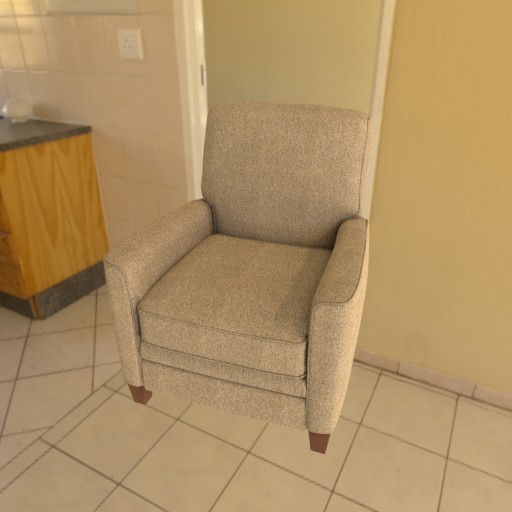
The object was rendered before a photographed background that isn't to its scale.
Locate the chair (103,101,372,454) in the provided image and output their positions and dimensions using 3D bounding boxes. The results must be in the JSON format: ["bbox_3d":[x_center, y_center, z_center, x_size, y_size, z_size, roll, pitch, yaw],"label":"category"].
[{"bbox_3d":[0.000,0.000,1.700,0.841,1.028,0.858,9,28,16],"label":"chair"}]
